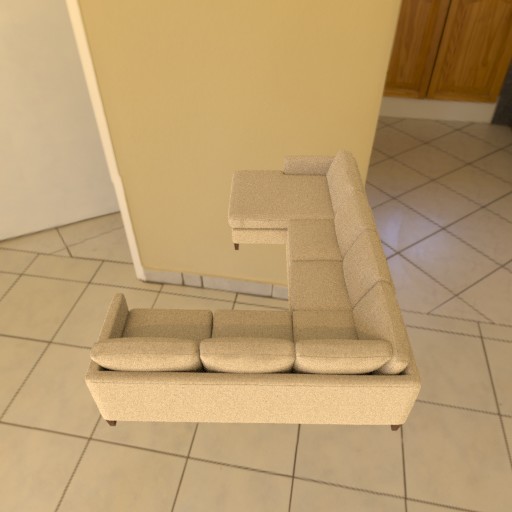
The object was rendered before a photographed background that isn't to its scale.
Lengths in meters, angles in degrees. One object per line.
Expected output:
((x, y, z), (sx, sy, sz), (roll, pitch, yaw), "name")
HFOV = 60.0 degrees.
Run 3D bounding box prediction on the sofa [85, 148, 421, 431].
((0.000, 0.000, 4.764), (2.593, 0.959, 3.460), (1, 42, 1), "sofa")
